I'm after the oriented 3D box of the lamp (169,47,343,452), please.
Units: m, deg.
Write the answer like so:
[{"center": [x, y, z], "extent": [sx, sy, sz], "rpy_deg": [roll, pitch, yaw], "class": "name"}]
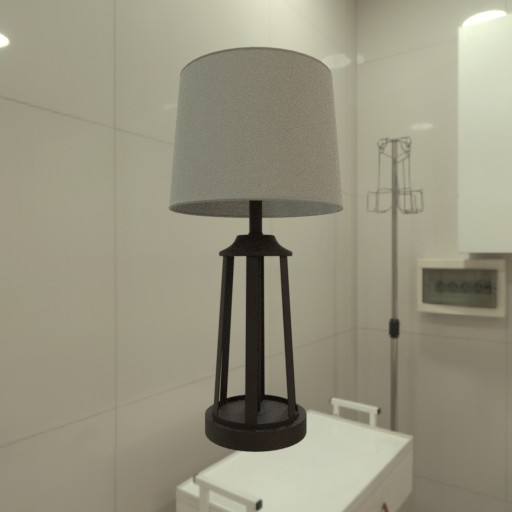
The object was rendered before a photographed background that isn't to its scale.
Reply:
[{"center": [0.000, 0.000, 0.649], "extent": [0.251, 0.509, 0.251], "rpy_deg": [0, 0, 0], "class": "lamp"}]
